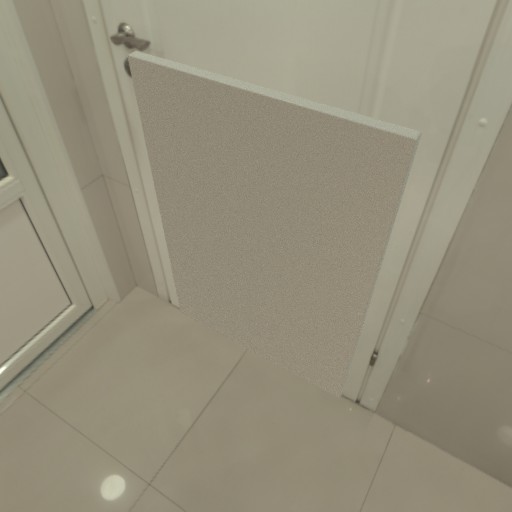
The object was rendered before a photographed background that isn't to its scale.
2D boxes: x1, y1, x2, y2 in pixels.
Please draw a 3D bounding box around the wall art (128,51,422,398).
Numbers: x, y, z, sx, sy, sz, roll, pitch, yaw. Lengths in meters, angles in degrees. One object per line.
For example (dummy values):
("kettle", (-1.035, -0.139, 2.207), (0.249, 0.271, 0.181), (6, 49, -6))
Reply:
("wall art", (0.000, 0.000, 1.505), (0.808, 1.183, 0.038), (24, 51, 21))
